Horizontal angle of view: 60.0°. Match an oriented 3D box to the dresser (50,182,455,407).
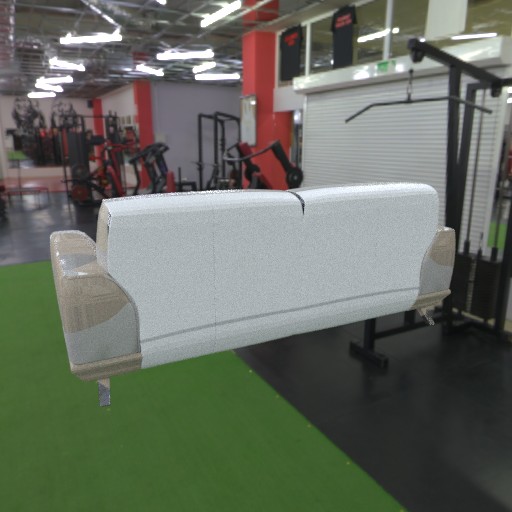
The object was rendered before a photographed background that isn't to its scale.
[{"bbox_3d":[0.000,0.000,5.636,4.679,1.863,2.251,-7,16,-26],"label":"dresser"}]
